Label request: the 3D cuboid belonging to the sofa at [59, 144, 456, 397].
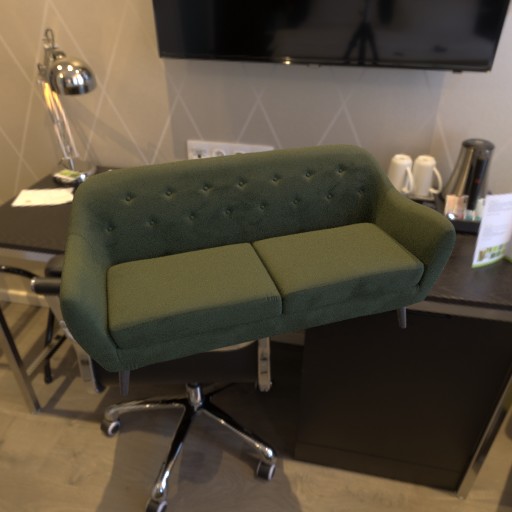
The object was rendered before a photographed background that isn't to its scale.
[{"bbox_3d":[0.000,0.000,2.318,1.840,0.836,0.820,-10,34,-15],"label":"sofa"}]
